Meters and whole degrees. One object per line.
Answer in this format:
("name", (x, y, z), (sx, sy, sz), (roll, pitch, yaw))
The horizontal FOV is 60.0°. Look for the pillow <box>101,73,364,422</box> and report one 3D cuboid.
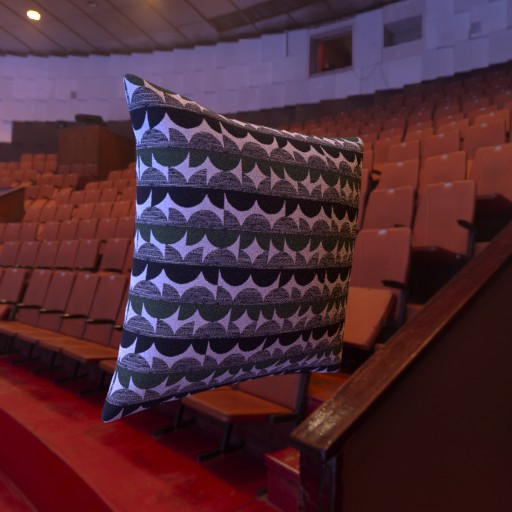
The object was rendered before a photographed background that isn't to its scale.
("pillow", (0.000, 0.000, 0.639), (0.419, 0.404, 0.180), (1, -2, -38))
